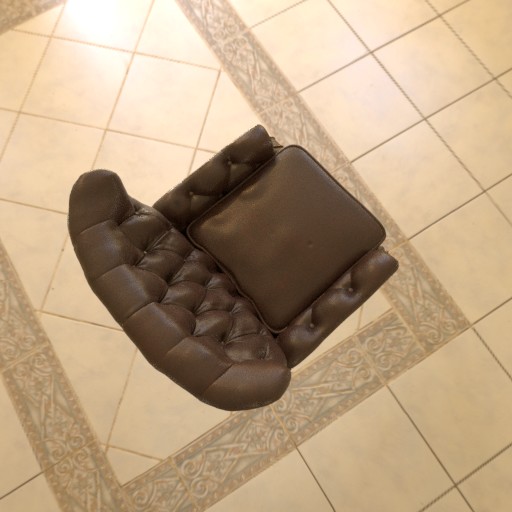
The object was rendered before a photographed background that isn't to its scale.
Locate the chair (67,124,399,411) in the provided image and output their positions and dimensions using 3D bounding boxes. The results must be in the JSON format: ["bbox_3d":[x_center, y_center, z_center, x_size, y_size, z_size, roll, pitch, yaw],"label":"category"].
[{"bbox_3d":[0.000,0.000,1.460,0.823,0.864,0.709,-41,79,-10],"label":"chair"}]
